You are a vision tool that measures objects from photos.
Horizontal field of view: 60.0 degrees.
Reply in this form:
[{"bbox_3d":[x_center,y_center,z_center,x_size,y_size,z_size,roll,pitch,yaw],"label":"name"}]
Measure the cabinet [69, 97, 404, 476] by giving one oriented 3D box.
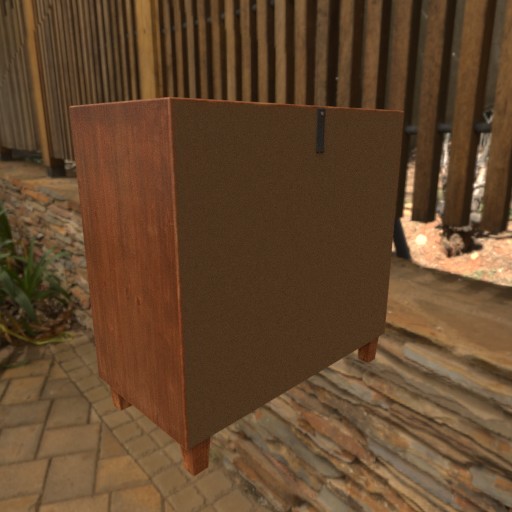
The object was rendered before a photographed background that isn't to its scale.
[{"bbox_3d":[0.000,0.000,1.245,0.796,0.785,0.412,-15,22,-42],"label":"cabinet"}]
